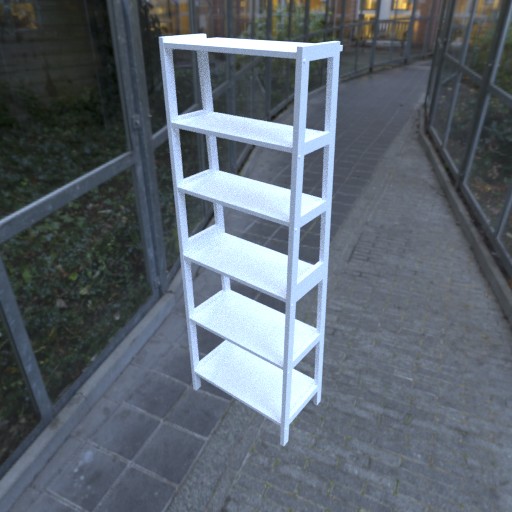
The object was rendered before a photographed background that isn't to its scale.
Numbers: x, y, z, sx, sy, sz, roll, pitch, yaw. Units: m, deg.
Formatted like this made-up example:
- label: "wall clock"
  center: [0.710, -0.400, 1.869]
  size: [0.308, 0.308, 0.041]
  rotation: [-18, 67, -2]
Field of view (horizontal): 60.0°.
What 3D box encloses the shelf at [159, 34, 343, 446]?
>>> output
- label: "shelf"
  center: [0.000, 0.000, 2.139]
  size: [0.660, 1.892, 0.381]
  rotation: [21, 36, 32]
